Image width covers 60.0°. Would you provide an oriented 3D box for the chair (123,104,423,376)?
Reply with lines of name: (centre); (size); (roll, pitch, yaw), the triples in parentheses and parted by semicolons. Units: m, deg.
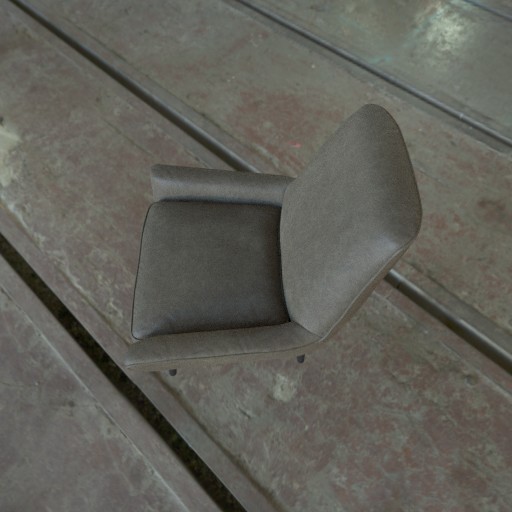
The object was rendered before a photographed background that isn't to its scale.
chair: (0.000, 0.000, 1.514); (0.824, 0.888, 0.787); (-1, 58, -1)
